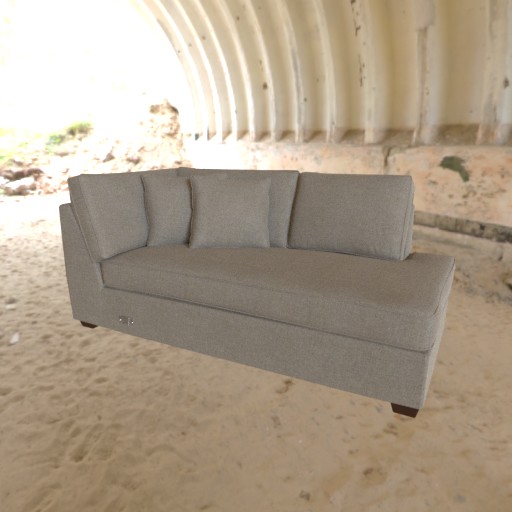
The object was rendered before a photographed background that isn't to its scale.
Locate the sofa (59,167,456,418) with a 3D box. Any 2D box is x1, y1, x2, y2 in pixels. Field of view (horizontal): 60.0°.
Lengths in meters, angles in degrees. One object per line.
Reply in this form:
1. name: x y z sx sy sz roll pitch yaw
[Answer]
1. sofa: 0.000 0.000 2.762 2.238 1.019 1.110 8 17 26
